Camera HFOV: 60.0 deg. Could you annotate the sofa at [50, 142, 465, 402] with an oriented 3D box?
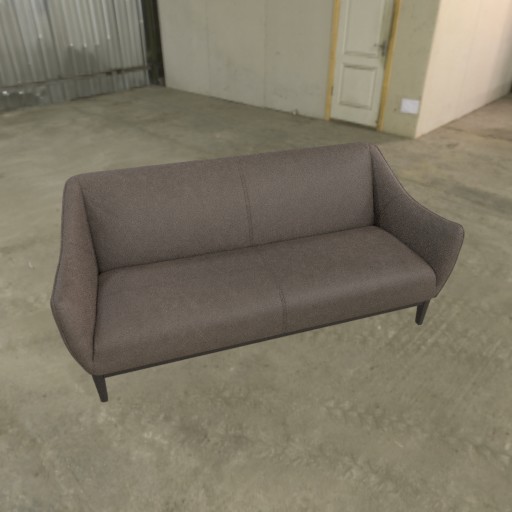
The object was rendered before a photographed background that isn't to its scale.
[{"bbox_3d":[0.000,0.000,2.363,1.928,0.831,0.869,-10,34,-15],"label":"sofa"}]
